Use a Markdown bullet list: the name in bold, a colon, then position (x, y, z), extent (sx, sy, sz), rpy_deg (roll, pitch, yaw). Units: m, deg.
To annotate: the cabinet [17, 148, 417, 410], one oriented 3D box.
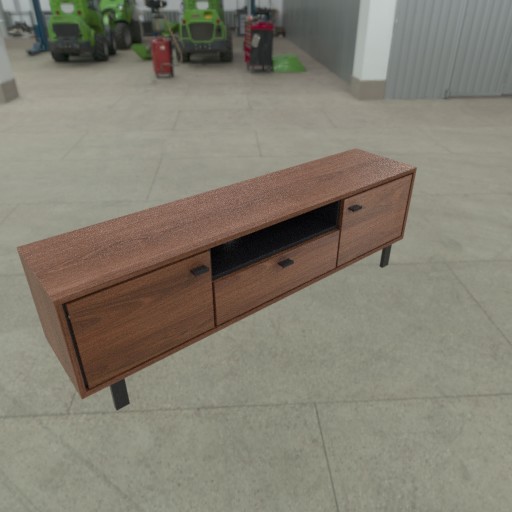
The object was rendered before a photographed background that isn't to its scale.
- **cabinet**: position (0.000, 0.000, 1.860), extent (1.650, 0.500, 0.400), rpy_deg (-22, 38, -32)
